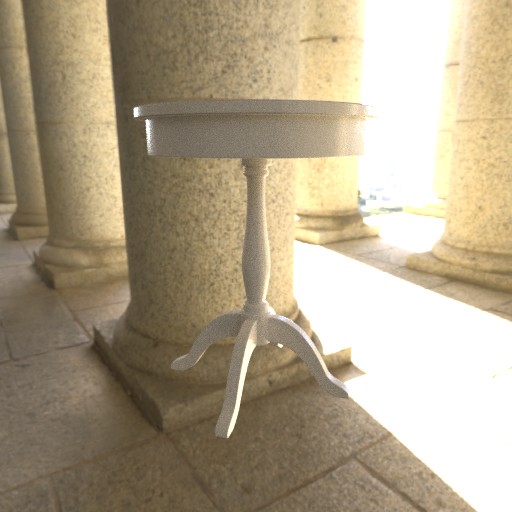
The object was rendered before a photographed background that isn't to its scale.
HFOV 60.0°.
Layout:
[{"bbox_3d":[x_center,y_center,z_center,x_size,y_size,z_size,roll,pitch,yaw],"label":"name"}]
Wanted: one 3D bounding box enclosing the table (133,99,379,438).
[{"bbox_3d":[0.000,0.000,1.040,0.513,0.653,0.513,0,14,0],"label":"table"}]
